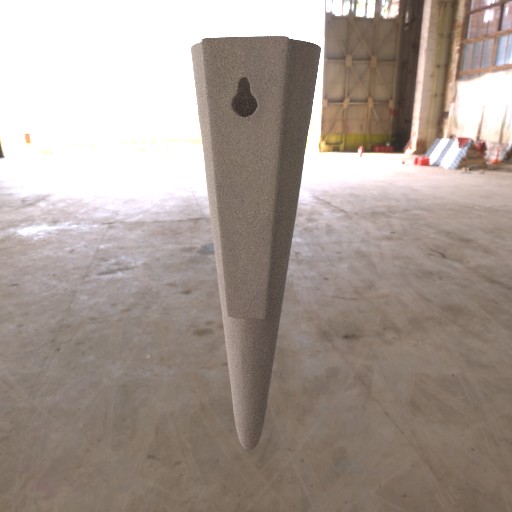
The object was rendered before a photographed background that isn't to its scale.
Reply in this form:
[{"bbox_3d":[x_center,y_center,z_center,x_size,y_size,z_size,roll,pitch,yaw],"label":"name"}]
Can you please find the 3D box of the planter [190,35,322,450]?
[{"bbox_3d":[0.000,0.000,0.303,0.078,0.259,0.087,2,17,8],"label":"planter"}]
